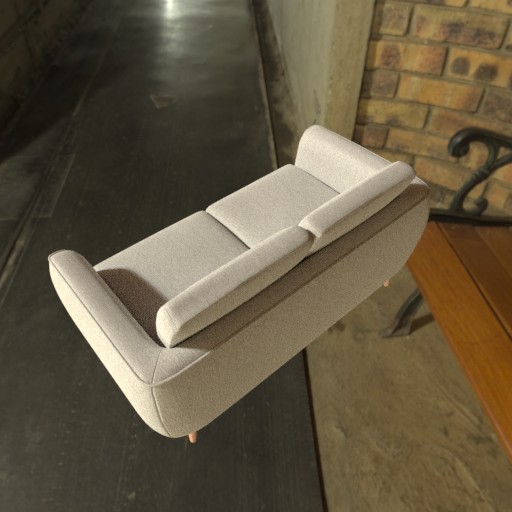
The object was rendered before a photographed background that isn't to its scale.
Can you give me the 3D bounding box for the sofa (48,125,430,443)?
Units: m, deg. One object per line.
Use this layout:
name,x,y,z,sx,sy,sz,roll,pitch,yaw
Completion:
sofa,0.000,0.000,2.198,1.700,0.850,0.920,-32,55,-27
